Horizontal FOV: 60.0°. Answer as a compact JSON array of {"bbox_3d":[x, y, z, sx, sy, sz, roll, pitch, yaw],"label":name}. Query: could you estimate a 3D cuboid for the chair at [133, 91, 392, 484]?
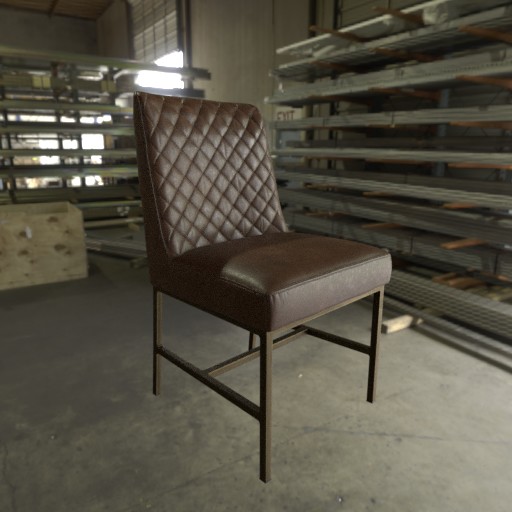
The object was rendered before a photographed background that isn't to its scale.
[{"bbox_3d":[0.000,0.000,1.252,0.508,0.889,0.587,-13,19,-43],"label":"chair"}]
